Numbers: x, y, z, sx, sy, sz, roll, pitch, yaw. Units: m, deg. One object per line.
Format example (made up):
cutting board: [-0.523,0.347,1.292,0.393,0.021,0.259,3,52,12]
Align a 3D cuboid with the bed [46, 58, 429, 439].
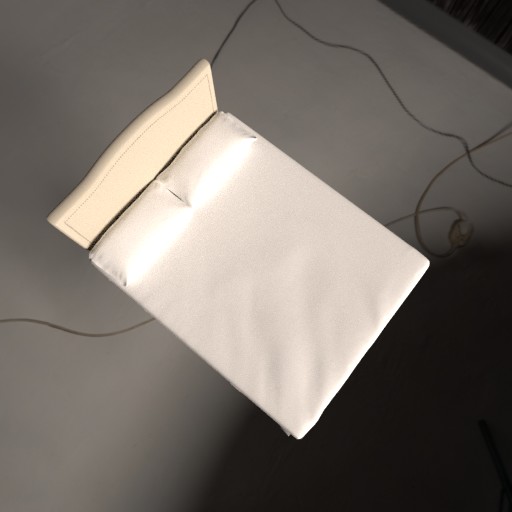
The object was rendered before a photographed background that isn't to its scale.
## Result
bed: [0.000,0.000,3.708,2.477,1.437,1.977,38,79,9]
